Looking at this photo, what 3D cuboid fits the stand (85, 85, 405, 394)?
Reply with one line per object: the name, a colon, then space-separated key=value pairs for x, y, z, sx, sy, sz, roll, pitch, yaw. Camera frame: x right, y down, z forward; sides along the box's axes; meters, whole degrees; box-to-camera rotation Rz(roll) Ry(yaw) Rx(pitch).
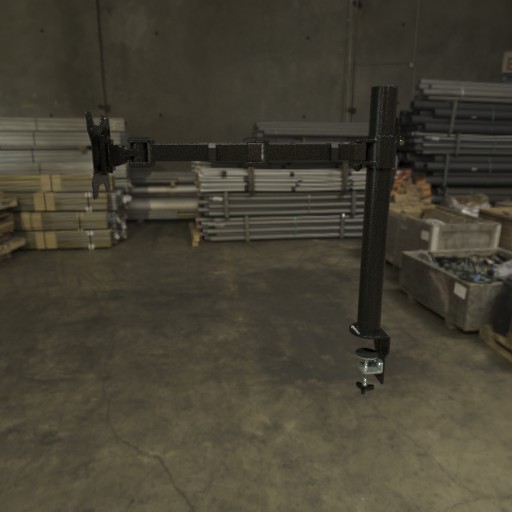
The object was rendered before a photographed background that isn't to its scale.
stand: x=0.000 y=0.000 z=0.704 sx=0.456 sy=0.510 sz=0.115 roll=-2 pitch=14 yaw=-7
